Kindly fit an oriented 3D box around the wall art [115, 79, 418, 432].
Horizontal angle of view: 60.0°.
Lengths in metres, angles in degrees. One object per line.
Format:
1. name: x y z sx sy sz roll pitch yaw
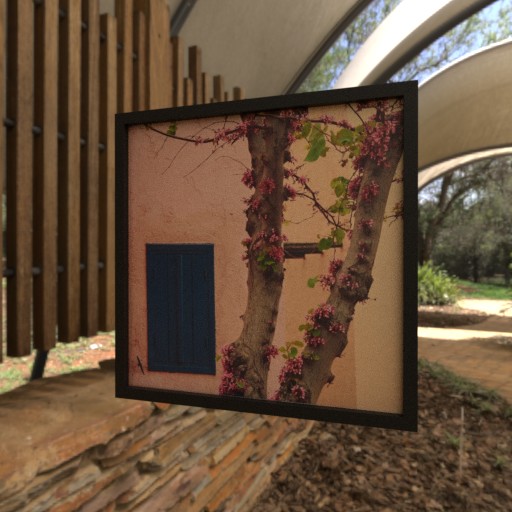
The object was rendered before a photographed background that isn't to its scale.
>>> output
1. wall art: 0.000 0.000 0.446 0.305 0.304 0.038 0 0 18
